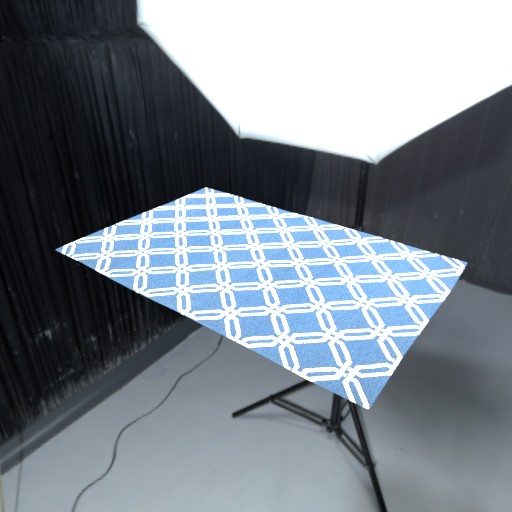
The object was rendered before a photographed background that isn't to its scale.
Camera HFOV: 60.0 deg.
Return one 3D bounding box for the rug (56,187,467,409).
[{"bbox_3d":[0.000,0.000,2.233,1.755,0.010,1.153,20,35,32],"label":"rug"}]
